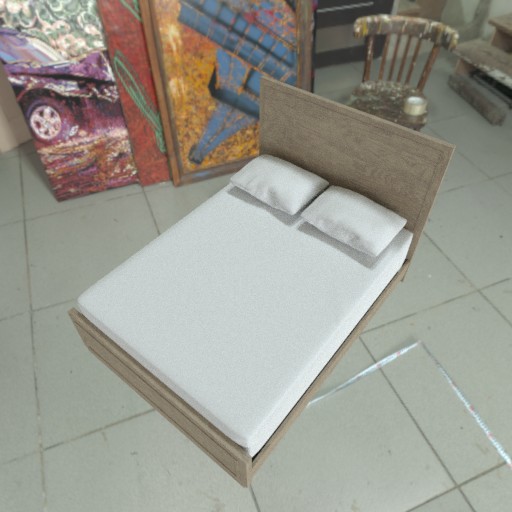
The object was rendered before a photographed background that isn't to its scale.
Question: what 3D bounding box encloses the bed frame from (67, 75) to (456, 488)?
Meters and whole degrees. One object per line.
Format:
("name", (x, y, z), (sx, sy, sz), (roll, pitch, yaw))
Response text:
("bed frame", (0.000, 0.000, 3.166), (1.606, 1.369, 2.189), (30, 54, 25))
